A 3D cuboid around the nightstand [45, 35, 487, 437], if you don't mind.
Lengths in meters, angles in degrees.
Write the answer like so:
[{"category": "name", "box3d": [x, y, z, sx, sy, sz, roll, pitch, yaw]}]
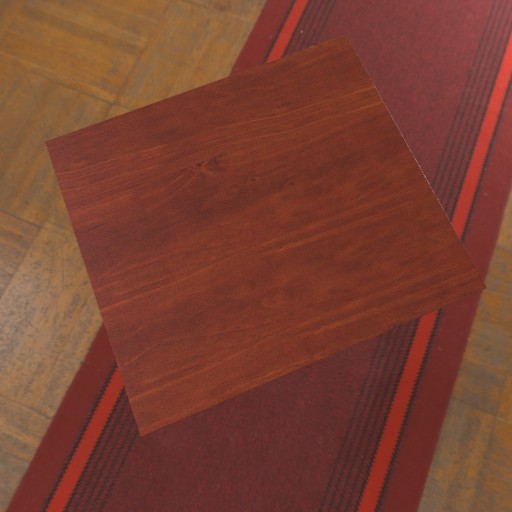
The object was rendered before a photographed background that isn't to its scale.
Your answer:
[{"category": "nightstand", "box3d": [0.000, 0.000, 0.977, 0.558, 0.558, 0.501, -22, 76, -6]}]
